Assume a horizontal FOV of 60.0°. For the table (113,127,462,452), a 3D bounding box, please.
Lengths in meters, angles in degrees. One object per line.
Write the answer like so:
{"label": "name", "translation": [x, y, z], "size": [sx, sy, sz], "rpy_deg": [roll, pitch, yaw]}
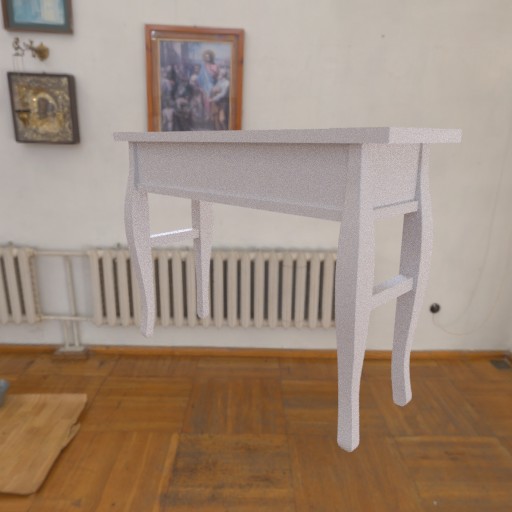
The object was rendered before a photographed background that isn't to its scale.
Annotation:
{"label": "table", "translation": [0.000, 0.000, 1.416], "size": [1.062, 0.768, 0.373], "rpy_deg": [14, 20, 43]}
